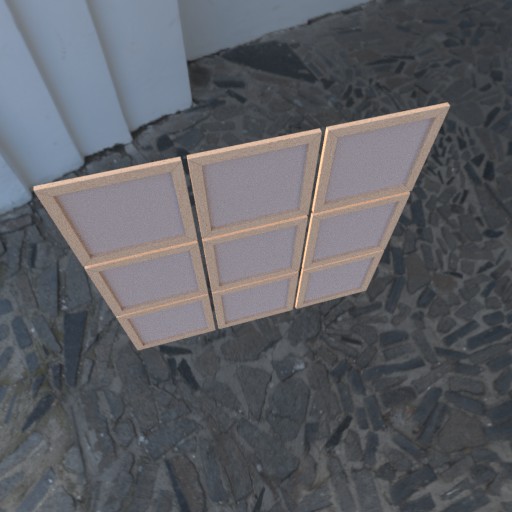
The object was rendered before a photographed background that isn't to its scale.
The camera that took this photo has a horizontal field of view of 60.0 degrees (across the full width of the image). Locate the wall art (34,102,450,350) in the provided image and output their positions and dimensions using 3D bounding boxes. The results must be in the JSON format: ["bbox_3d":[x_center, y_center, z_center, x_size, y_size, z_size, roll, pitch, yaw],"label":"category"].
[{"bbox_3d":[0.000,0.000,1.767,1.217,1.207,0.016,-14,59,-8],"label":"wall art"}]
